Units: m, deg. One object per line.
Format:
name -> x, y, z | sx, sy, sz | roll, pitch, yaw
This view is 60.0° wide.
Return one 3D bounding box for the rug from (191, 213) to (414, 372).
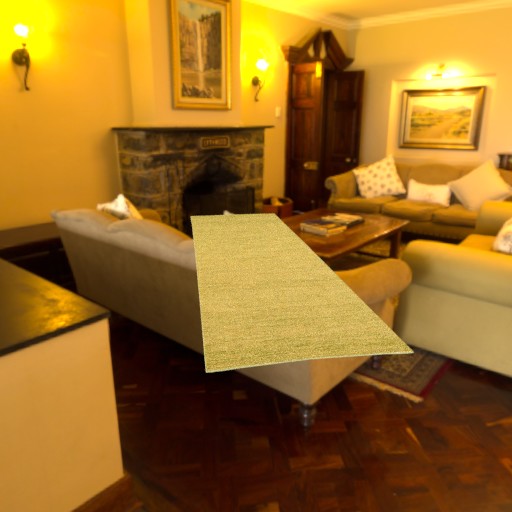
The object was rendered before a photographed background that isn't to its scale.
rug -> 0.000, 0.000, 2.503 | 0.686, 0.013, 2.340 | -3, 17, -9
